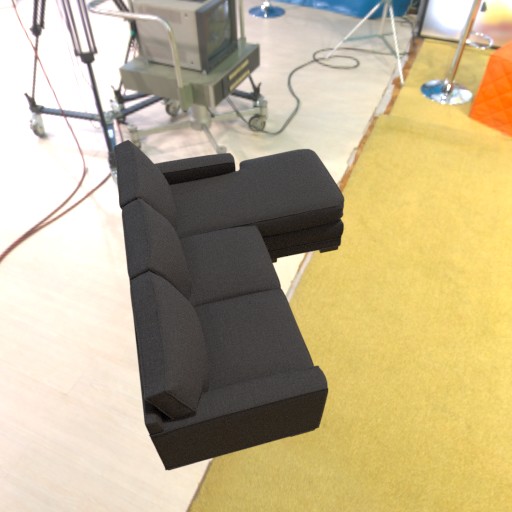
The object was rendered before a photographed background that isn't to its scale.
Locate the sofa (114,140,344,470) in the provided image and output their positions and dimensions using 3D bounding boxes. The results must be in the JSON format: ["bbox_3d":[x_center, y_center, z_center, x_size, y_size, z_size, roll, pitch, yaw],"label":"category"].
[{"bbox_3d":[0.000,0.000,3.290,1.790,0.973,2.370,-11,48,-10],"label":"sofa"}]
